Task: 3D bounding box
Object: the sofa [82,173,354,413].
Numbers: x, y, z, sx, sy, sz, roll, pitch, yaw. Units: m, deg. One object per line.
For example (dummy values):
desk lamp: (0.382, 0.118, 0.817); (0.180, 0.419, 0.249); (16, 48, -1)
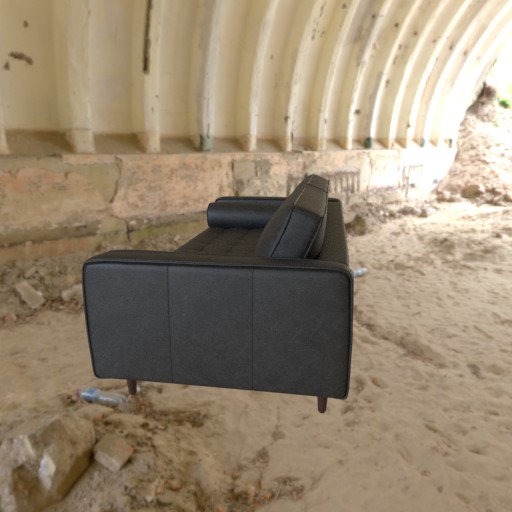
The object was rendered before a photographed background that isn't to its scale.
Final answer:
sofa: (0.000, 0.000, 2.323); (0.921, 0.770, 1.879); (2, 14, 9)
